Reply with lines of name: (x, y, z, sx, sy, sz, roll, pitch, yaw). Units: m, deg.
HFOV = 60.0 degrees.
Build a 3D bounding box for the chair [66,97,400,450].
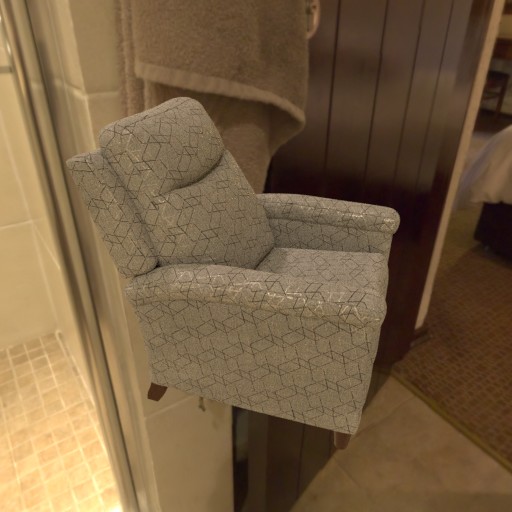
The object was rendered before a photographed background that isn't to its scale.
chair: (0.000, 0.000, 1.677, 0.987, 1.048, 0.753, 10, 32, 16)
